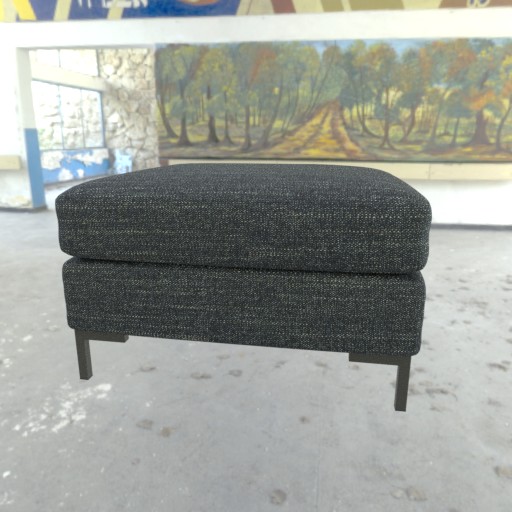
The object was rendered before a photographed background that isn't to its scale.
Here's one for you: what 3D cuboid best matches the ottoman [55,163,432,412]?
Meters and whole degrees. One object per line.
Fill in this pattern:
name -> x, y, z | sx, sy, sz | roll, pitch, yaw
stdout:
ottoman -> 0.000, 0.000, 1.242 | 0.814, 0.491, 0.667 | 3, 16, 10
